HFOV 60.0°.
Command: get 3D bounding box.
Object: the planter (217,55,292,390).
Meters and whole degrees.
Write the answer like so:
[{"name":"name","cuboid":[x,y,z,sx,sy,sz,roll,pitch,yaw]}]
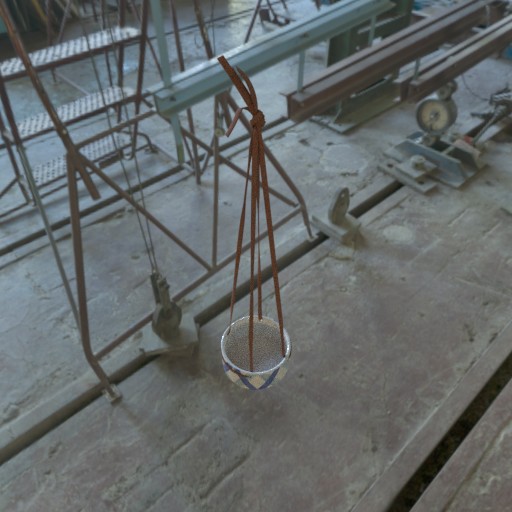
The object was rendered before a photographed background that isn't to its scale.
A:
[{"name":"planter","cuboid":[0.000,0.000,0.822,0.166,0.751,0.166,2,45,2]}]
